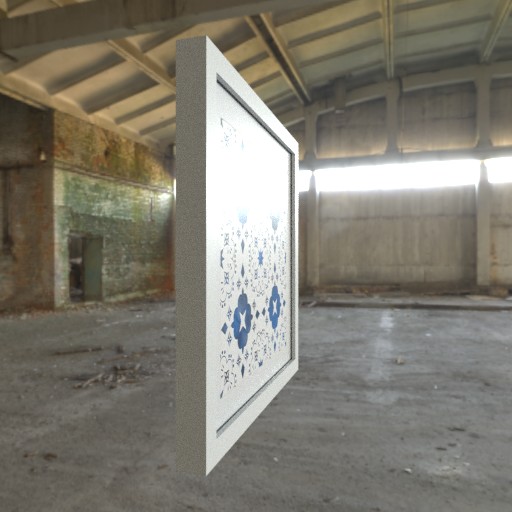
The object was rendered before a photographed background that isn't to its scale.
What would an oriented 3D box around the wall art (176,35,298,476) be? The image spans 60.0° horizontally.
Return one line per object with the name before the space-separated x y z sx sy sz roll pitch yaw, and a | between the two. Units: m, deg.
wall art | 0.000 0.000 0.530 0.027 0.355 0.355 0 0 17
